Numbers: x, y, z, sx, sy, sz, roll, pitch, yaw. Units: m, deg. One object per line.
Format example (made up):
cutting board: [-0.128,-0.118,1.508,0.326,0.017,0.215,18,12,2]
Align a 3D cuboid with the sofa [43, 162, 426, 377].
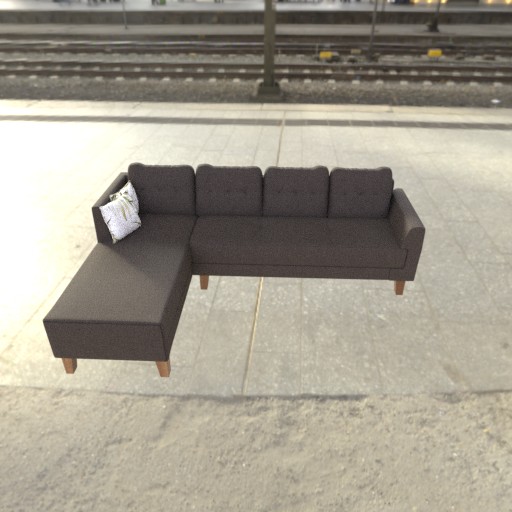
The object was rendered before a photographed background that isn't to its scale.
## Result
sofa: [0.000,0.000,3.556,2.679,0.932,1.829,1,32,2]
